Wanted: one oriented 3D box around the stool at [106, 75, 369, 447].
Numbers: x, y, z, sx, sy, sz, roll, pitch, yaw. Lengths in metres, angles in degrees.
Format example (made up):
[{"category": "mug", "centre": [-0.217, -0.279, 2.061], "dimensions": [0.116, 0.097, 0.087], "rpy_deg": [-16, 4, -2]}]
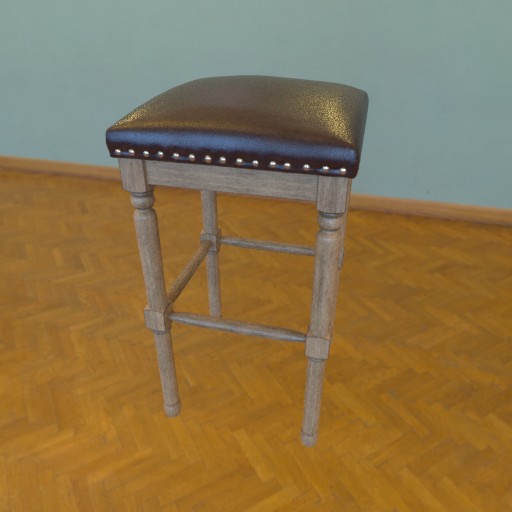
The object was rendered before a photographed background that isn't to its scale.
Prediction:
[{"category": "stool", "centre": [0.000, 0.000, 0.939], "dimensions": [0.382, 0.702, 0.383], "rpy_deg": [7, 32, 12]}]
